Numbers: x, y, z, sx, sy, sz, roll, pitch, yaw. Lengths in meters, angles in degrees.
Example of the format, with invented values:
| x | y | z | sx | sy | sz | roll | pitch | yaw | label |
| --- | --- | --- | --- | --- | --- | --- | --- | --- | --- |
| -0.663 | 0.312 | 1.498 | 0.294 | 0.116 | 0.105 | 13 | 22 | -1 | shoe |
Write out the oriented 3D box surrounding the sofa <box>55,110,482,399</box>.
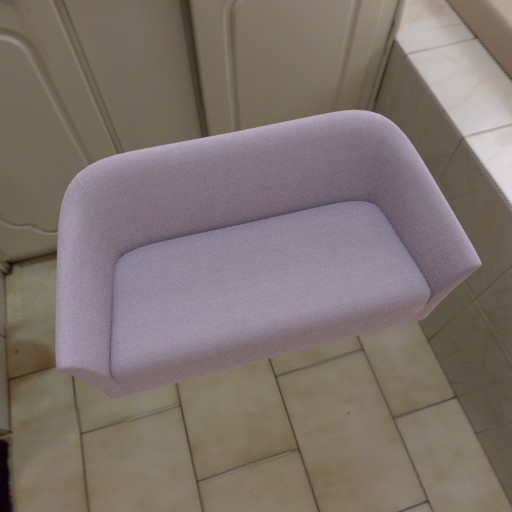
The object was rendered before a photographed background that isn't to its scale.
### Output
| x | y | z | sx | sy | sz | roll | pitch | yaw | label |
| --- | --- | --- | --- | --- | --- | --- | --- | --- | --- |
| 0.000 | 0.000 | 1.794 | 1.452 | 0.721 | 0.705 | -13 | 63 | -7 | sofa |
